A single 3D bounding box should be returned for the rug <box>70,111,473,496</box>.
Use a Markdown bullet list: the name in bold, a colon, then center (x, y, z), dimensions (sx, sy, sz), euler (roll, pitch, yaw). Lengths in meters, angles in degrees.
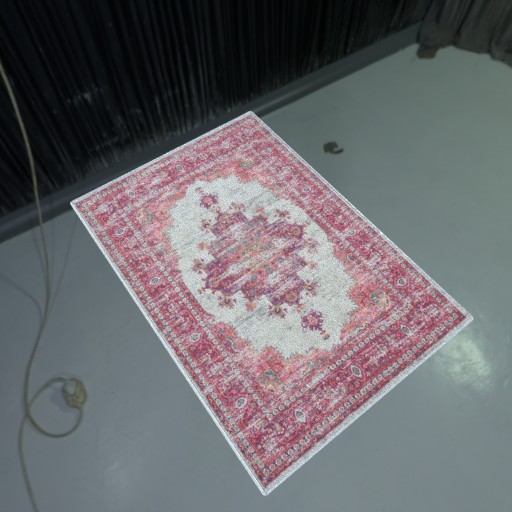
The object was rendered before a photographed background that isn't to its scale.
- **rug**: center (0.000, 0.000, 2.224), dimensions (1.217, 0.011, 1.747), euler (-32, 64, -18)
